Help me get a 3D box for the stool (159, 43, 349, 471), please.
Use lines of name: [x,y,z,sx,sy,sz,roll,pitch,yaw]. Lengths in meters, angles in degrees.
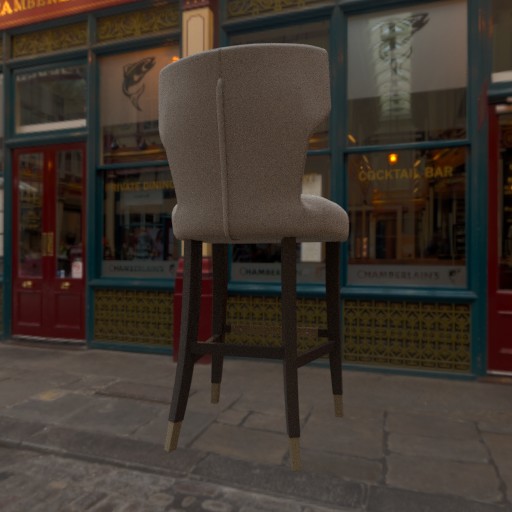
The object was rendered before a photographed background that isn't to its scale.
stool: [0.000,0.000,1.394,0.526,1.092,0.563,0,-1,18]
